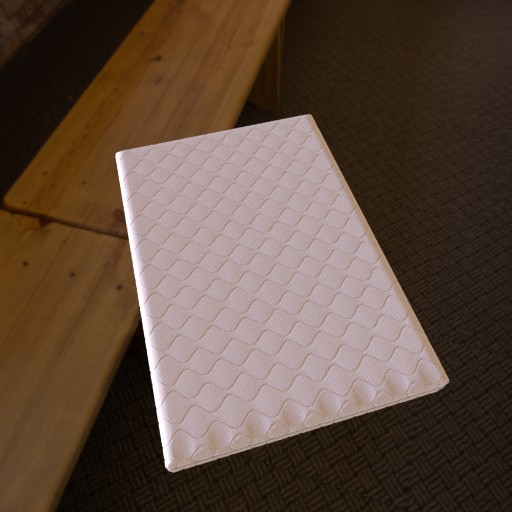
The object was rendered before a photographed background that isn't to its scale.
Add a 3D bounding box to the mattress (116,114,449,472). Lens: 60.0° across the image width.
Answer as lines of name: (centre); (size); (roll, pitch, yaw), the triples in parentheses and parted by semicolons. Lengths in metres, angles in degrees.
mattress: (0.000, 0.000, 2.619); (1.400, 0.200, 2.000); (-14, 59, -8)
